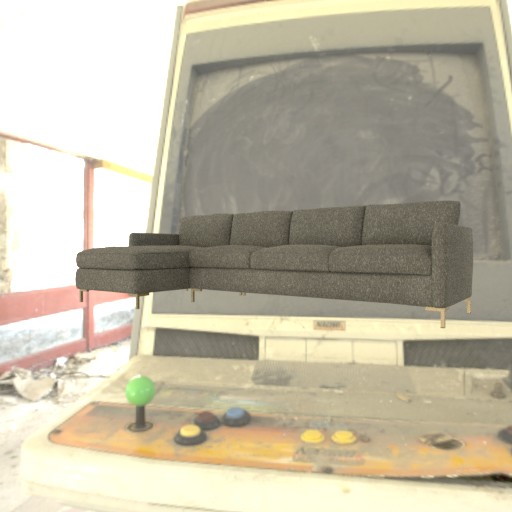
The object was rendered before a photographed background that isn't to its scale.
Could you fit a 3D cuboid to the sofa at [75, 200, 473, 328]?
[{"bbox_3d":[0.000,0.000,3.488,2.932,0.810,1.350,1,1,36],"label":"sofa"}]
